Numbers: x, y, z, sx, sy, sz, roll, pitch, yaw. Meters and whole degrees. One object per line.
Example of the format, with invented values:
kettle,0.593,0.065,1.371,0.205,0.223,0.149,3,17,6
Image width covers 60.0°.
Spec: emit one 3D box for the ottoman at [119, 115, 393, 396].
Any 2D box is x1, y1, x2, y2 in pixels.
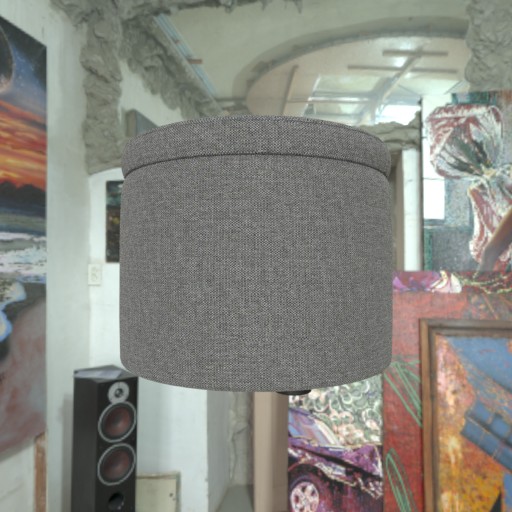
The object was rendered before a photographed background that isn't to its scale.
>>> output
ottoman,0.000,0.000,0.884,0.520,0.430,0.520,0,-1,0
